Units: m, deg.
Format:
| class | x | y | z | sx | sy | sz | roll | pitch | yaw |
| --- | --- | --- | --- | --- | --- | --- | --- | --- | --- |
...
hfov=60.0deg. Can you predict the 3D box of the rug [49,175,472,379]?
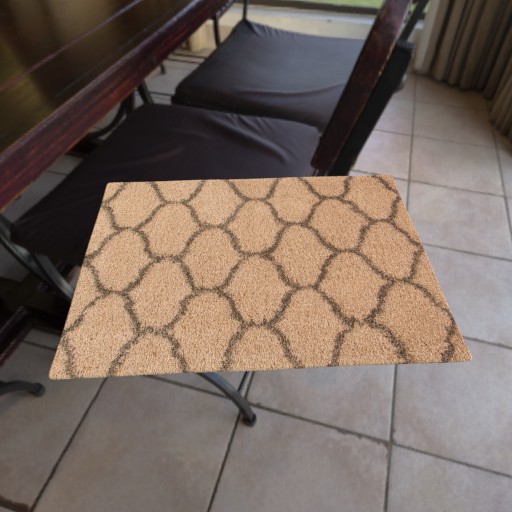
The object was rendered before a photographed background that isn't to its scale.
| class | x | y | z | sx | sy | sz | roll | pitch | yaw |
| --- | --- | --- | --- | --- | --- | --- | --- | --- | --- |
| rug | 0.000 | 0.000 | 2.083 | 1.600 | 0.025 | 1.200 | -2 | 46 | -2 |
